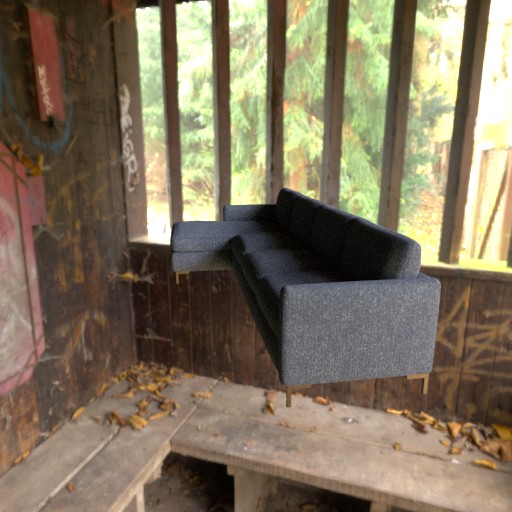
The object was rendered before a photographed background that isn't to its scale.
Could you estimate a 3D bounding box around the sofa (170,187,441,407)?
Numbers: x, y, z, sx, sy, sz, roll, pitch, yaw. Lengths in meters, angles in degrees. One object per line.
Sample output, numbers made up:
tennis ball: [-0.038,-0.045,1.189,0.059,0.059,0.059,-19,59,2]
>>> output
sofa: [0.000,0.000,3.448,1.350,0.810,2.932,-2,14,-9]
